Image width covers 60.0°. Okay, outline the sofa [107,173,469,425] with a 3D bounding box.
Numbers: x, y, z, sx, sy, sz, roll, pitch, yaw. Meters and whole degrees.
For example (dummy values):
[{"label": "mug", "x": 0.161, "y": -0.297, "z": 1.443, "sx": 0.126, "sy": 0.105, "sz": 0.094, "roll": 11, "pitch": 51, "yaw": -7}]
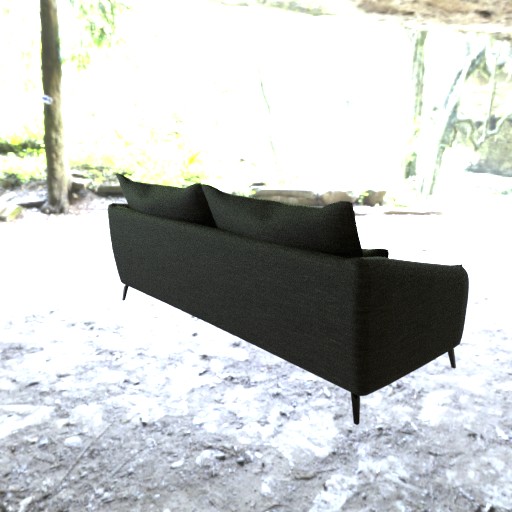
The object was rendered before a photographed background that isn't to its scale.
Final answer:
[{"label": "sofa", "x": 0.000, "y": 0.000, "z": 2.440, "sx": 0.807, "sy": 0.843, "sz": 2.019, "roll": -14, "pitch": 20, "yaw": -42}]
